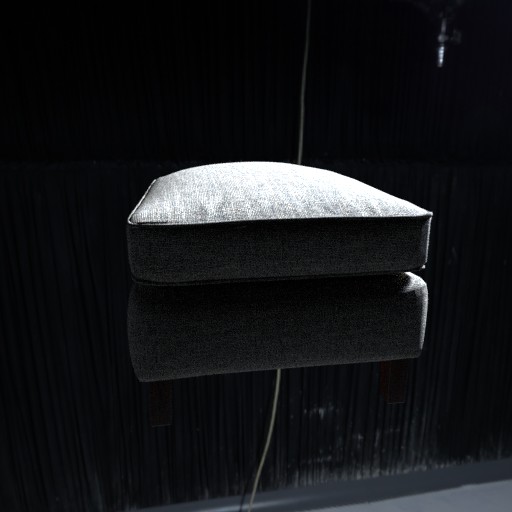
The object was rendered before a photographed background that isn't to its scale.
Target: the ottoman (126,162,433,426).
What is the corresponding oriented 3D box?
[{"bbox_3d":[0.000,0.000,0.992,0.508,0.406,0.686,-2,15,-9],"label":"ottoman"}]
